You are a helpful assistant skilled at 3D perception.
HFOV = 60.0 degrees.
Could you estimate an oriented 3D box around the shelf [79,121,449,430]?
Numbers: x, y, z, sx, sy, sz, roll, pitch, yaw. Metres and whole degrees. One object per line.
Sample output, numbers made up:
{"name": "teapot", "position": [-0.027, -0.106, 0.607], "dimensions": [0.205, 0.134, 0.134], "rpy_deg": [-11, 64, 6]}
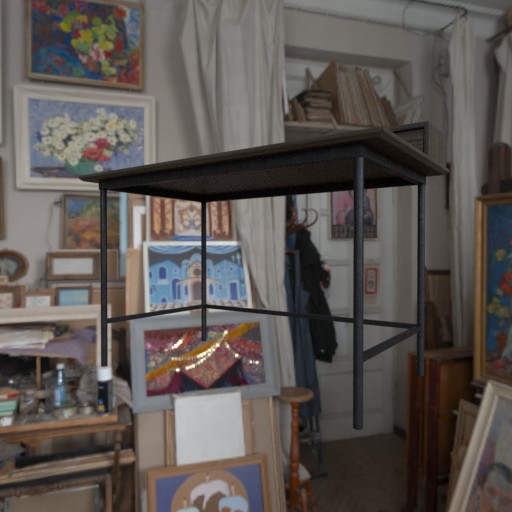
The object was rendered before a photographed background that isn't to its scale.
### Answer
{"name": "shelf", "position": [0.000, 0.000, 1.666], "dimensions": [1.212, 0.865, 0.685], "rpy_deg": [1, 1, 35]}
